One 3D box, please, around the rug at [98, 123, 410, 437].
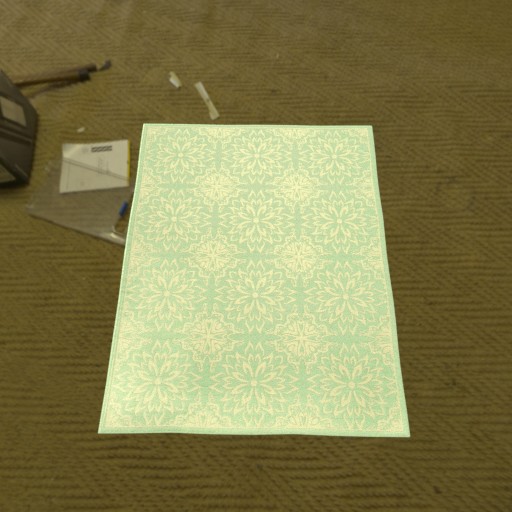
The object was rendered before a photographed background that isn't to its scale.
[{"bbox_3d":[0.000,0.000,3.966,2.363,0.012,2.980,1,66,0],"label":"rug"}]
